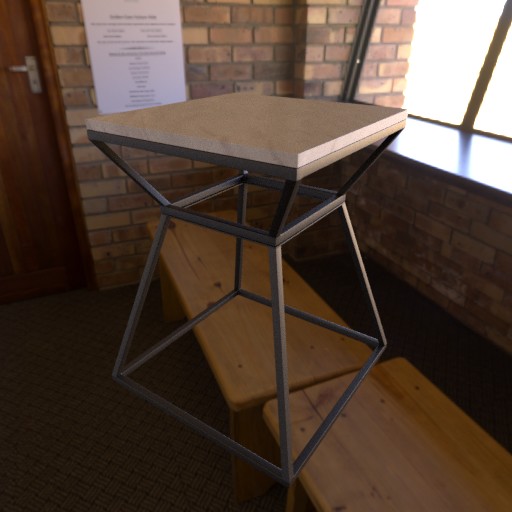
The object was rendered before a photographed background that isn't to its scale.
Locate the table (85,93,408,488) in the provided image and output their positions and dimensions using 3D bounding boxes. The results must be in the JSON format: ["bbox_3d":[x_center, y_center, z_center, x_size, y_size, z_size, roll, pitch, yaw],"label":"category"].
[{"bbox_3d":[0.000,0.000,0.900,0.455,0.559,0.455,18,32,31],"label":"table"}]
